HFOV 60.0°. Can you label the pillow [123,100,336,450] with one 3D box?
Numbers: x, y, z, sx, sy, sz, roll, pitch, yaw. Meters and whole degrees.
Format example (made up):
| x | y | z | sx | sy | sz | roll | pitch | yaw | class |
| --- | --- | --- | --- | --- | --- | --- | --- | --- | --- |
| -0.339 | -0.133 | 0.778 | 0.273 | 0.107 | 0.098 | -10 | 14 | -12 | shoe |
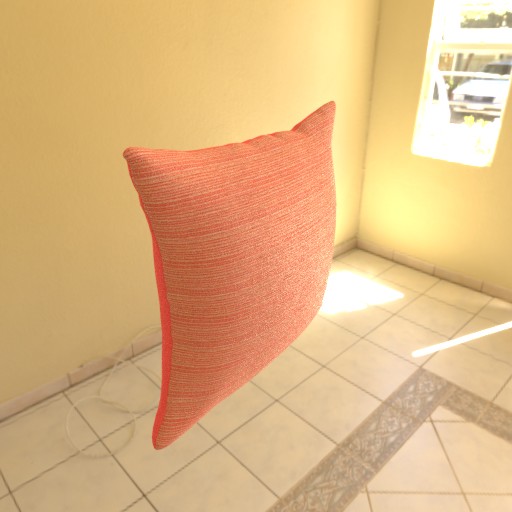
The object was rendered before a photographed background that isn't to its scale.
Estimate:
| x | y | z | sx | sy | sz | roll | pitch | yaw | class |
| --- | --- | --- | --- | --- | --- | --- | --- | --- | --- |
| 0.000 | 0.000 | 0.826 | 0.229 | 0.501 | 0.559 | 18 | 31 | 32 | pillow |
